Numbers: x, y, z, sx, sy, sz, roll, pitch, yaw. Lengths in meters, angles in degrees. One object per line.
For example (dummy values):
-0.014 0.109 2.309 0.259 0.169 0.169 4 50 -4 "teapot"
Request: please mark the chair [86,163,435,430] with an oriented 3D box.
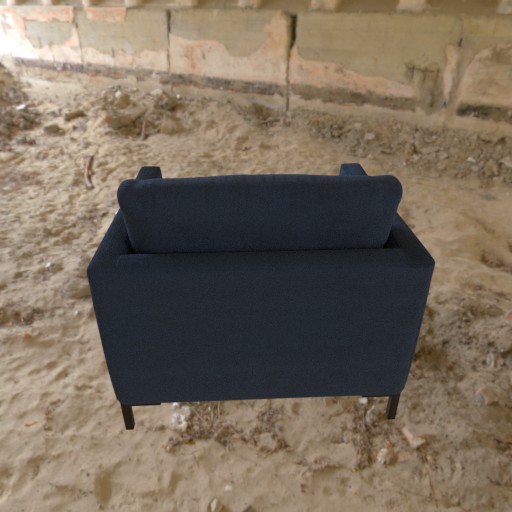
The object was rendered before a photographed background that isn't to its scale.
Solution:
0.000 0.000 1.647 0.964 0.812 0.875 -1 30 -2 "chair"
